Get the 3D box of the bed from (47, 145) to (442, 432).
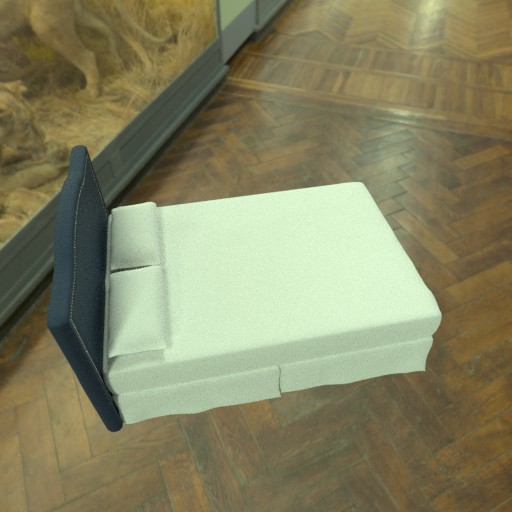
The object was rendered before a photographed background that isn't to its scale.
[{"bbox_3d":[0.000,0.000,3.424,2.507,1.441,1.741,-8,47,-8],"label":"bed"}]
